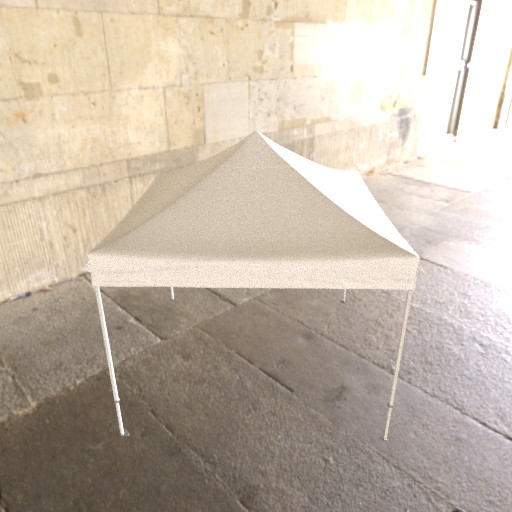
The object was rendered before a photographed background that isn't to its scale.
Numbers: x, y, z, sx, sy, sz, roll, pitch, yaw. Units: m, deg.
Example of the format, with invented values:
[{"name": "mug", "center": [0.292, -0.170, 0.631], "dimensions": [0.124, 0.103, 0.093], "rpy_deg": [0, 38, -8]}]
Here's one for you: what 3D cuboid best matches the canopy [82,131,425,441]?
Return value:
[{"name": "canopy", "center": [0.000, 0.000, 5.451], "dimensions": [2.994, 2.998, 2.996], "rpy_deg": [1, 25, 1]}]
